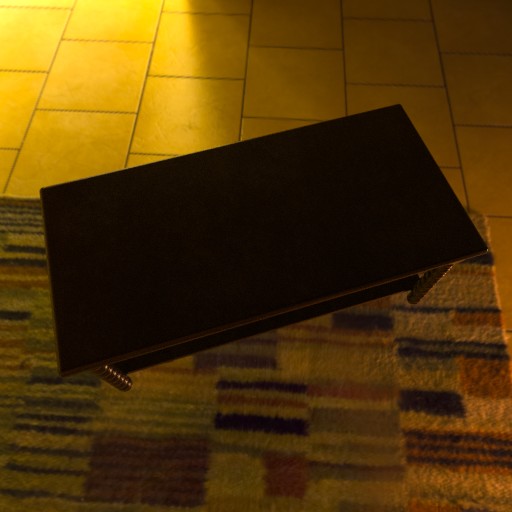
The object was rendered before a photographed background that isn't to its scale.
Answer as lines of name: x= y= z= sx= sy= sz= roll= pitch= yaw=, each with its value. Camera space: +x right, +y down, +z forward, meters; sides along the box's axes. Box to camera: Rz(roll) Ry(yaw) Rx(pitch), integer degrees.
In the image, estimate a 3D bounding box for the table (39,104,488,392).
table: x=0.000 y=0.000 z=1.478 sx=1.171 sy=0.487 sz=0.580 roll=-15 pitch=64 yaw=-7
